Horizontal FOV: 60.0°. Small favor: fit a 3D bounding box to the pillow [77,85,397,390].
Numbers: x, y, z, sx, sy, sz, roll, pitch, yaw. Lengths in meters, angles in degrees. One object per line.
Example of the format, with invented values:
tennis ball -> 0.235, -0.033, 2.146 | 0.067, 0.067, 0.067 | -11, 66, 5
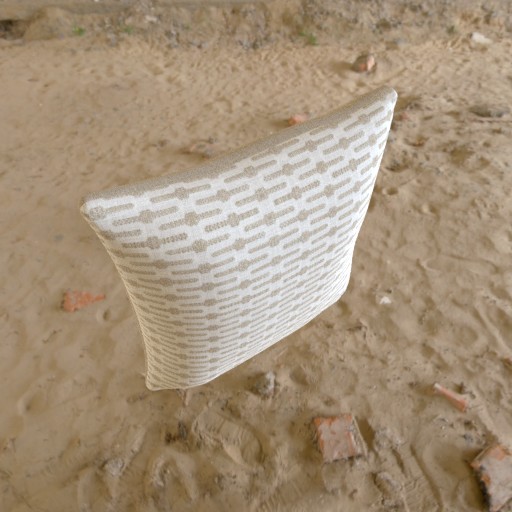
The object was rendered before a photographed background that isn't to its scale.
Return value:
pillow -> 0.000, 0.000, 0.774 | 0.496, 0.491, 0.219 | -27, 53, -22
